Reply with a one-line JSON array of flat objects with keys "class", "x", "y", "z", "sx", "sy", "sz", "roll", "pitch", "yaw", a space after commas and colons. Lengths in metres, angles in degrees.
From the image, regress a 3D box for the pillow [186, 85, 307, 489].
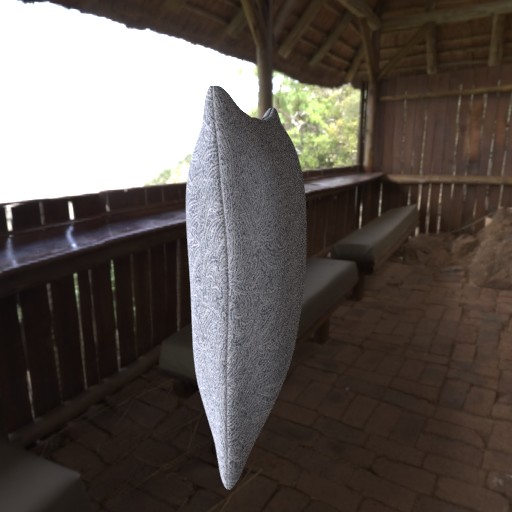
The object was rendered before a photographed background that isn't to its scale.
[{"class": "pillow", "x": 0.000, "y": 0.000, "z": 0.765, "sx": 0.166, "sy": 0.510, "sz": 0.523, "roll": 3, "pitch": 16, "yaw": 9}]
